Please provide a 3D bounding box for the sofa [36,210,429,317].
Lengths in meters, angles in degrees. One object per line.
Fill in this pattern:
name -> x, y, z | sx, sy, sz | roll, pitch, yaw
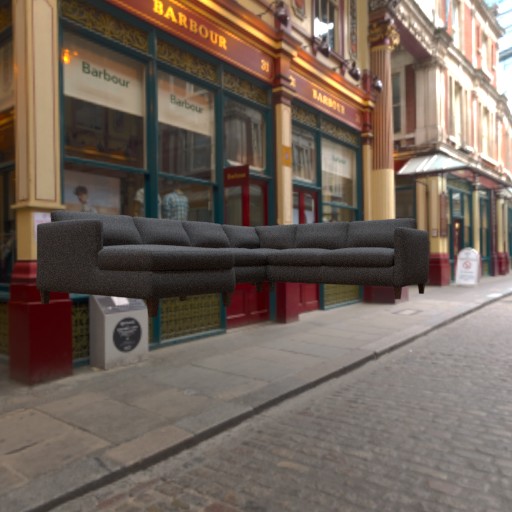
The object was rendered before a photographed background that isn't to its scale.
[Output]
sofa -> 0.000, 0.000, 4.474 | 2.551, 0.853, 3.238 | 0, 0, 37
